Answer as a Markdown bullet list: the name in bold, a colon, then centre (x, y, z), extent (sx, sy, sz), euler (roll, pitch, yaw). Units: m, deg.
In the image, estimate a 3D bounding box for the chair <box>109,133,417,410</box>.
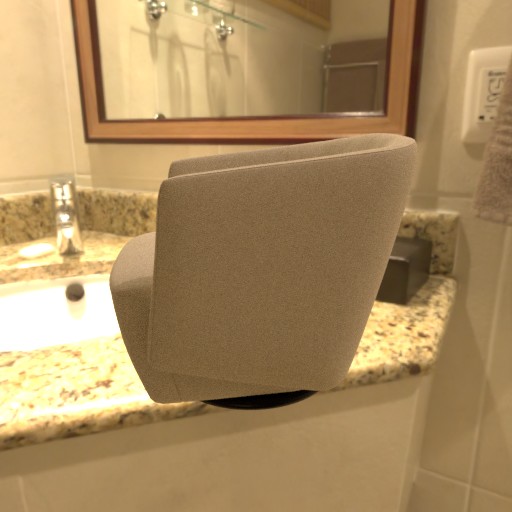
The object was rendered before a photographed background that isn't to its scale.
- **chair**: centre (0.000, 0.000, 1.616), extent (0.986, 0.861, 0.822), euler (-2, 16, -8)
